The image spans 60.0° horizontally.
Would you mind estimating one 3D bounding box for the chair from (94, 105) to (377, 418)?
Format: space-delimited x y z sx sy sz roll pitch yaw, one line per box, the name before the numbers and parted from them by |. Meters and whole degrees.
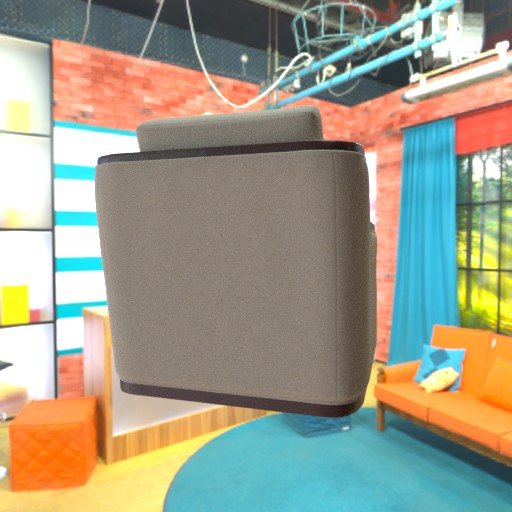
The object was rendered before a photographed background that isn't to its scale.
chair | 0.000 0.000 1.683 0.870 0.930 0.950 1 2 17
